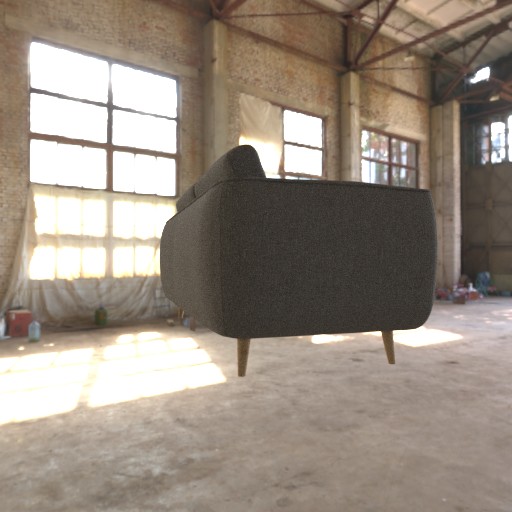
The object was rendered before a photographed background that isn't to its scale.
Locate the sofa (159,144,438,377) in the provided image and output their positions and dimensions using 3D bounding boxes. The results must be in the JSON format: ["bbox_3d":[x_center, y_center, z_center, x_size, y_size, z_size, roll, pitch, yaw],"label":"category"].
[{"bbox_3d":[0.000,0.000,2.464,0.920,0.870,2.000,0,0,-17],"label":"sofa"}]
